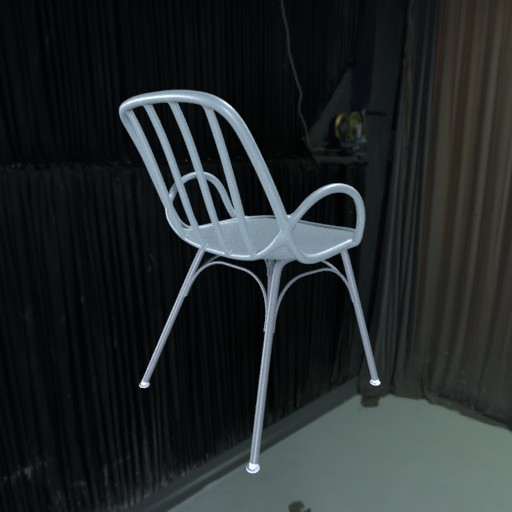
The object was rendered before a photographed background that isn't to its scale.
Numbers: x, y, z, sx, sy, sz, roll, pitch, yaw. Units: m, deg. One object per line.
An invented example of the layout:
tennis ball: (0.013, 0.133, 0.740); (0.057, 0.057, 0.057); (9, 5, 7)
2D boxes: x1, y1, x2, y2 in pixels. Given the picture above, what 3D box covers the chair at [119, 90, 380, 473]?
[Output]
chair: (0.000, 0.000, 1.224); (0.597, 0.816, 0.549); (-13, 20, -42)
